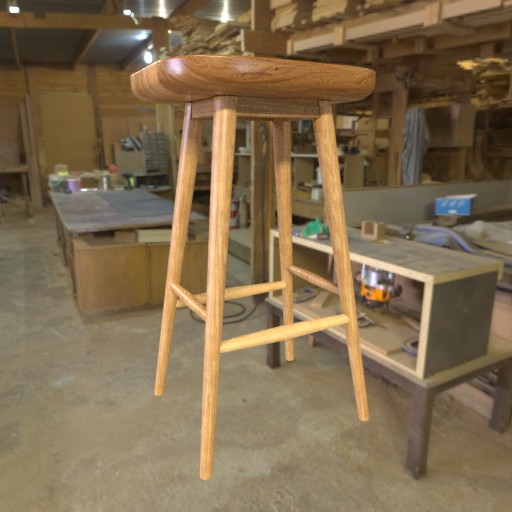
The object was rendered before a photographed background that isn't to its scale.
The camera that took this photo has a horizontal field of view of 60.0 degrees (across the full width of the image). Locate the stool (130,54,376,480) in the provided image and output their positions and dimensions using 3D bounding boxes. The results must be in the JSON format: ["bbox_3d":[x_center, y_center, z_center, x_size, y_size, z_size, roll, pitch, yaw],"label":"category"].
[{"bbox_3d":[0.000,0.000,0.911,0.407,0.698,0.322,-8,17,-27],"label":"stool"}]
